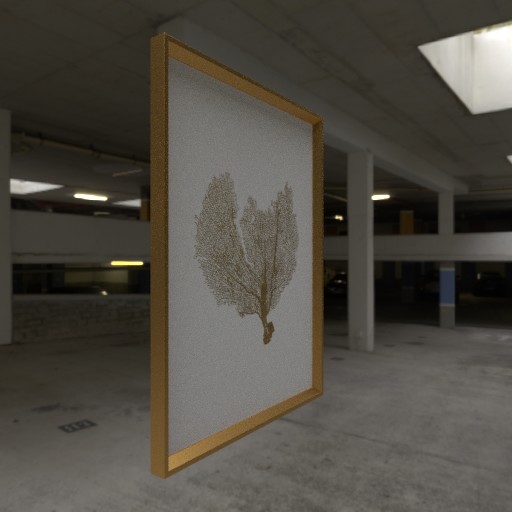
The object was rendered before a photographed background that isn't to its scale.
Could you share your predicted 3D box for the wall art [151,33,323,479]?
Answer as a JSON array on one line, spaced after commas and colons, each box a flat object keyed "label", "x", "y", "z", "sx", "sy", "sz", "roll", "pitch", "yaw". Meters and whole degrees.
[{"label": "wall art", "x": 0.000, "y": 0.000, "z": 1.061, "sx": 0.038, "sy": 0.812, "sz": 0.610, "roll": 0, "pitch": 0, "yaw": 37}]
